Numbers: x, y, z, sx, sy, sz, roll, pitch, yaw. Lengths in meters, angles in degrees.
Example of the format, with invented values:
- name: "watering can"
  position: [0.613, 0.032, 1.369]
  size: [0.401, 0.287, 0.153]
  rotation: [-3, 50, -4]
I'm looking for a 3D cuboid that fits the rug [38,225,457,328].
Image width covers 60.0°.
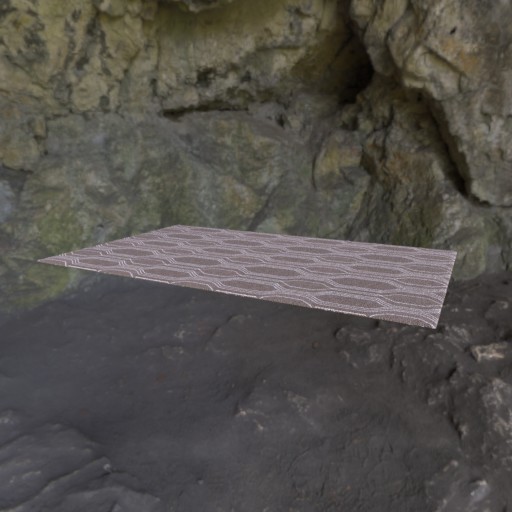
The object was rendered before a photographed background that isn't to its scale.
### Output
- name: "rug"
  position: [0.000, 0.000, 3.051]
  size: [2.457, 0.012, 1.541]
  rotation: [7, 15, 26]
